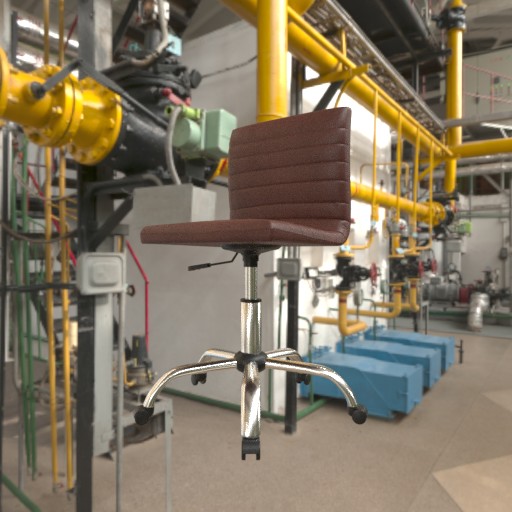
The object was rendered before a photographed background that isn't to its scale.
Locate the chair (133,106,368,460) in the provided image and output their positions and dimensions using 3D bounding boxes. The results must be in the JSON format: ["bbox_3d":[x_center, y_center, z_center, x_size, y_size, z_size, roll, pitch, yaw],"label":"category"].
[{"bbox_3d":[0.000,0.000,1.139,0.556,0.780,0.530,0,1,36],"label":"chair"}]
